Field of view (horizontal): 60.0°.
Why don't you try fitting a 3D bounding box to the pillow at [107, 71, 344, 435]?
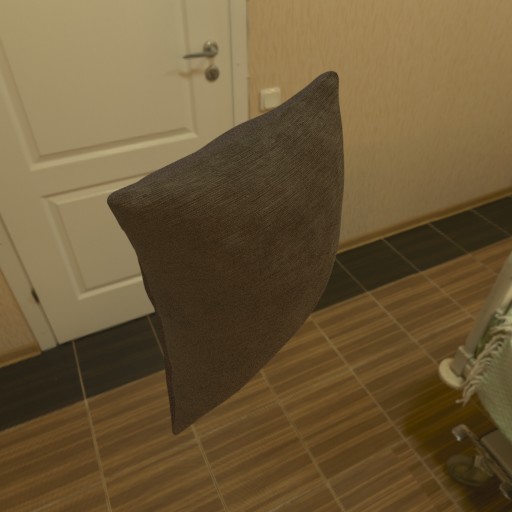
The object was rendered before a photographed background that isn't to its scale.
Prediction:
[{"bbox_3d":[0.000,0.000,0.677,0.204,0.439,0.452,24,46,26],"label":"pillow"}]
